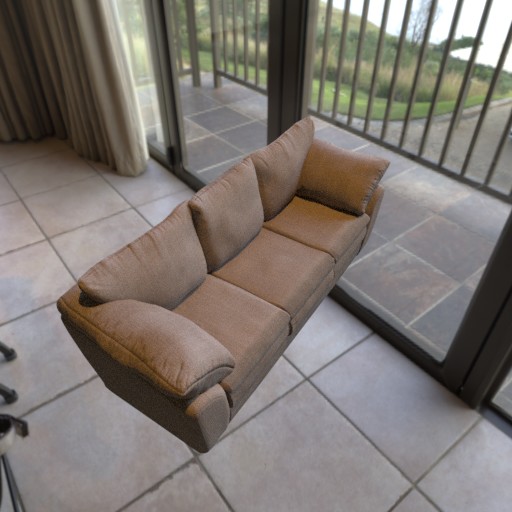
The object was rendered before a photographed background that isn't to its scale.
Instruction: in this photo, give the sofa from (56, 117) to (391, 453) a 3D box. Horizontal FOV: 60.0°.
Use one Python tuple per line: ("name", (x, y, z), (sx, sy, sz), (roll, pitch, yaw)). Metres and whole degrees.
("sofa", (0.000, 0.000, 2.840), (0.878, 0.996, 2.334), (23, 46, 25))
